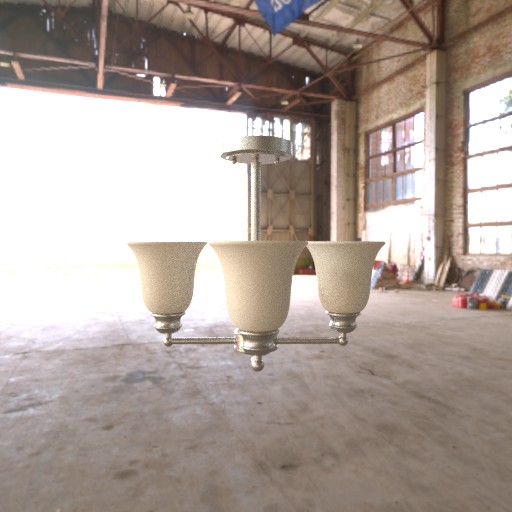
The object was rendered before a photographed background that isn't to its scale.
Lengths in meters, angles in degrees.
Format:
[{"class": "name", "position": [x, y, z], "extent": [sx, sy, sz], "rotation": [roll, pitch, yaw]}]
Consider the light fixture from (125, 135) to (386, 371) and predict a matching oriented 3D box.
[{"class": "light fixture", "position": [0.000, 0.000, 0.738], "extent": [0.427, 0.370, 0.427], "rotation": [0, 2, -1]}]
